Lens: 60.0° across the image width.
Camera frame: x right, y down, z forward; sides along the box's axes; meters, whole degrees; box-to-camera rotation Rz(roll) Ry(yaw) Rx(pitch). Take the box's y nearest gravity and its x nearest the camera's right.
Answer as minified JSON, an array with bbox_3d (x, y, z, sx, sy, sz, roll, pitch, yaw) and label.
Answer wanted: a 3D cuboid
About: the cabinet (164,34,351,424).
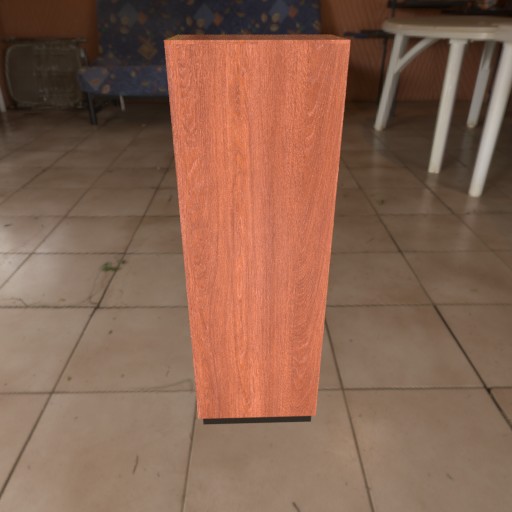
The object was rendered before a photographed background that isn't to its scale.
[{"bbox_3d":[0.000,0.000,2.232,0.660,1.980,0.420,-1,29,-2],"label":"cabinet"}]
